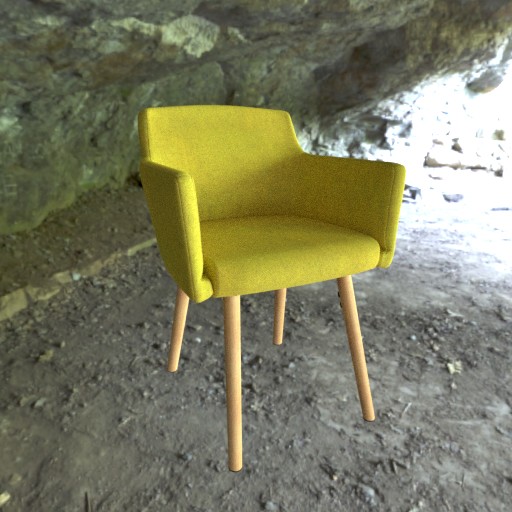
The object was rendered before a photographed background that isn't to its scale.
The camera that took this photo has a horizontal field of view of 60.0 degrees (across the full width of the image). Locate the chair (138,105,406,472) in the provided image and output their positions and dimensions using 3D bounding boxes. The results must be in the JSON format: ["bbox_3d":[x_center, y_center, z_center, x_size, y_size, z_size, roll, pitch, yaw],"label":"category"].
[{"bbox_3d":[0.000,0.000,1.179,0.570,0.780,0.570,-8,18,-26],"label":"chair"}]
